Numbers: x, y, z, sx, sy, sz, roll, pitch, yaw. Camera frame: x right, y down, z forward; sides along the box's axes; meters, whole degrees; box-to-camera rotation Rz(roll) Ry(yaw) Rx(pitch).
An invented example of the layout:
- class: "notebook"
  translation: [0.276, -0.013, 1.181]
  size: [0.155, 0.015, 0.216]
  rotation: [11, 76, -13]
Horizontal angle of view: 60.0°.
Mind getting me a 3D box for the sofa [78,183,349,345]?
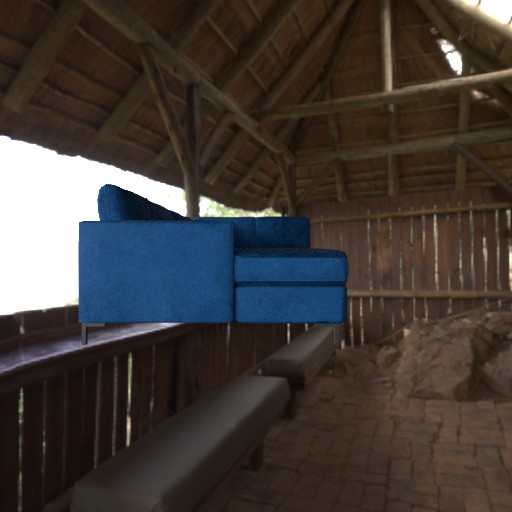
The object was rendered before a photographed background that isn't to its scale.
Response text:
- class: "sofa"
  translation: [0.000, 0.000, 4.247]
  size: [2.055, 0.992, 3.434]
  rotation: [0, 1, 0]
